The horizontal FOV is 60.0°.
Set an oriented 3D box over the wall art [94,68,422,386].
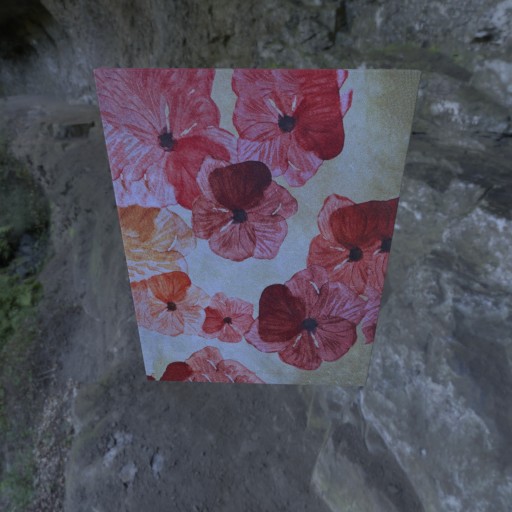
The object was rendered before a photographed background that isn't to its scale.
[{"bbox_3d":[0.000,0.000,1.297,0.762,1.015,0.031,1,31,2],"label":"wall art"}]
